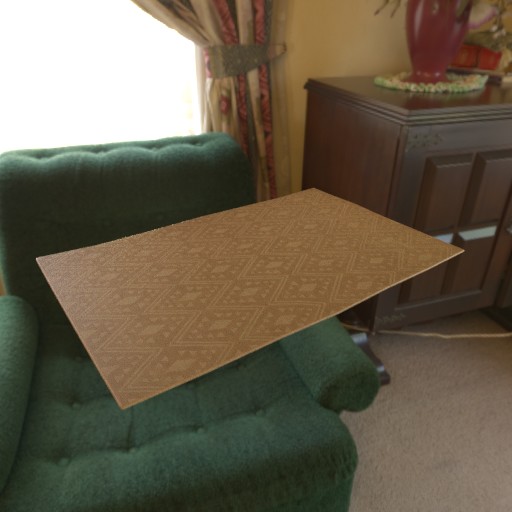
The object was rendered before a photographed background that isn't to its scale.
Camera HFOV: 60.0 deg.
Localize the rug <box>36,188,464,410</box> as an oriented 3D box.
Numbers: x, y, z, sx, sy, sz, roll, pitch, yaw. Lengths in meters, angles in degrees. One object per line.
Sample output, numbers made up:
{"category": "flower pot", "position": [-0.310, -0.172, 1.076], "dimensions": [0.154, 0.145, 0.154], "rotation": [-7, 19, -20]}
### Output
{"category": "rug", "position": [0.000, 0.000, 2.968], "dimensions": [2.430, 0.053, 1.553], "rotation": [-19, 34, -31]}
